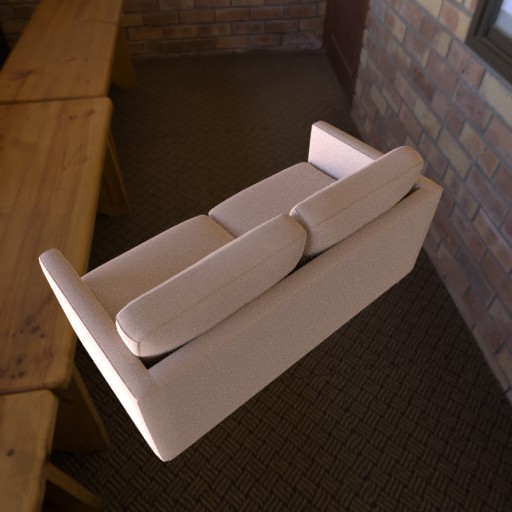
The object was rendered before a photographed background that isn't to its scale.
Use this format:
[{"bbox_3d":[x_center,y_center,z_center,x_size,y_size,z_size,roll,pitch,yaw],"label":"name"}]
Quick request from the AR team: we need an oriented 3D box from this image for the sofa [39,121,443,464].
[{"bbox_3d":[0.000,0.000,2.185,1.722,0.888,0.873,-32,54,-26],"label":"sofa"}]
